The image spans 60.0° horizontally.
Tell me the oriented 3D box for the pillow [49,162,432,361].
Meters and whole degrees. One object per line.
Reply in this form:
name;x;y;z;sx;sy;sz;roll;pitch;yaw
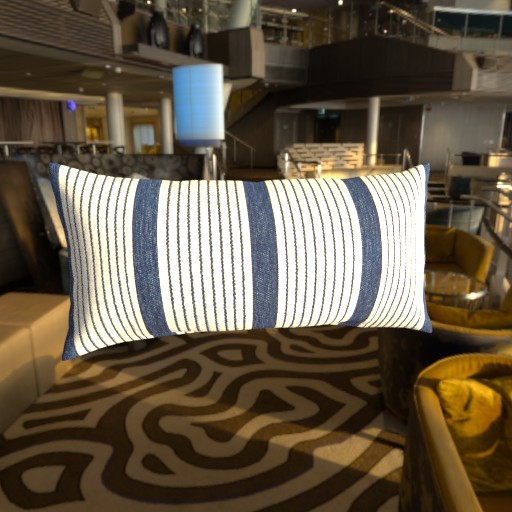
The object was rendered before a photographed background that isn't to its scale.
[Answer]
pillow;0.000;0.000;0.706;0.608;0.292;0.156;-2;14;-9
